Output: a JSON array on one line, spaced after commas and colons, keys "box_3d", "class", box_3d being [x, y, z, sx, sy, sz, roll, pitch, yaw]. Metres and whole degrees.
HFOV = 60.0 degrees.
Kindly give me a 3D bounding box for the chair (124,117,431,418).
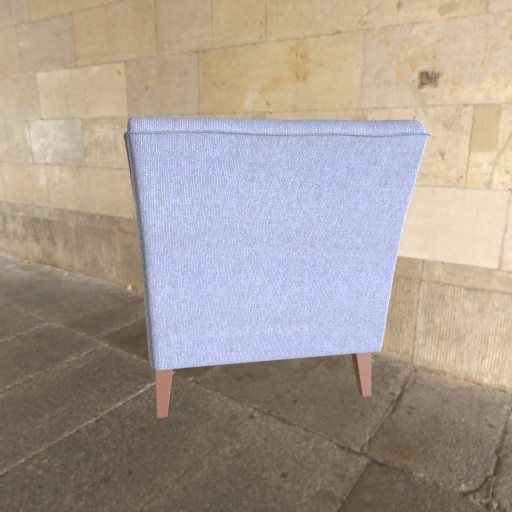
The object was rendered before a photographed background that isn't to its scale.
[{"box_3d": [0.000, 0.000, 1.605, 0.780, 0.919, 0.899, -3, 15, -10], "class": "chair"}]
